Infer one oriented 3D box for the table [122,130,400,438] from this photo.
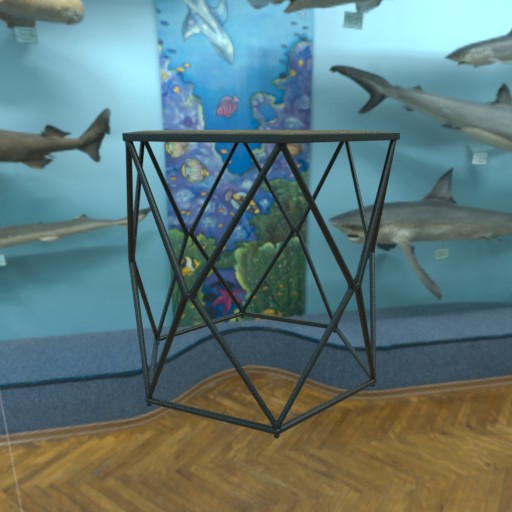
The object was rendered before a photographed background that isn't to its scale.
[{"bbox_3d":[0.000,0.000,1.039,0.579,0.564,0.578,-2,17,-8],"label":"table"}]
